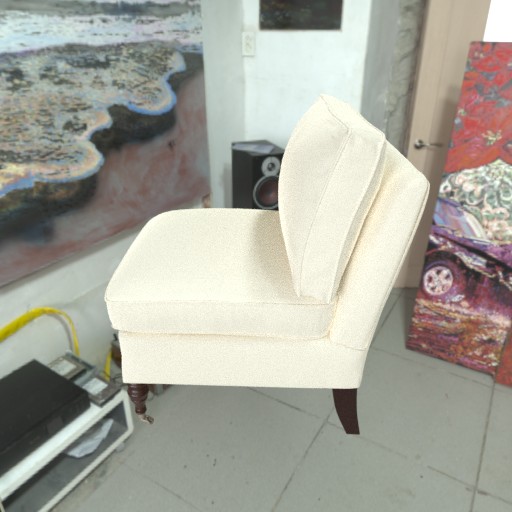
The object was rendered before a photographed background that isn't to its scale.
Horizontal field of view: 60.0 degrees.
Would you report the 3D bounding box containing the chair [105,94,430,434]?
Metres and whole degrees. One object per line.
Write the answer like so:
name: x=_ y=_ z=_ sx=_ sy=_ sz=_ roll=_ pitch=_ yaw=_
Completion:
chair: x=0.000 y=0.000 z=1.371 sx=0.781 sy=0.887 sz=0.630 roll=1 pitch=27 yaw=2
